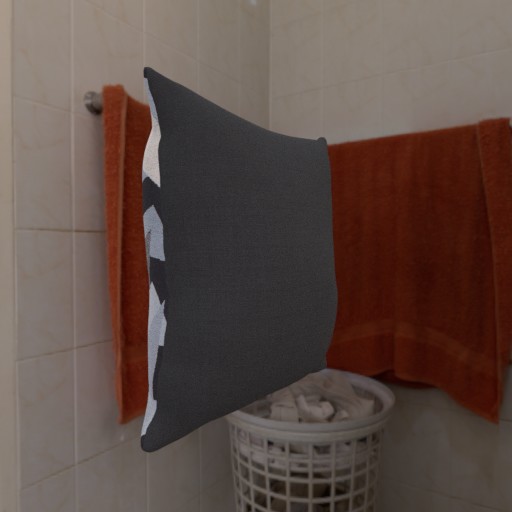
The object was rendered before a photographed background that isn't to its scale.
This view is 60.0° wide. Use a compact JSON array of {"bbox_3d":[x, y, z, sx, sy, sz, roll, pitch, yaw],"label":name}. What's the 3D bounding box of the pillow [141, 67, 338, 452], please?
[{"bbox_3d":[0.000,0.000,0.762,0.208,0.496,0.503,1,1,36],"label":"pillow"}]
